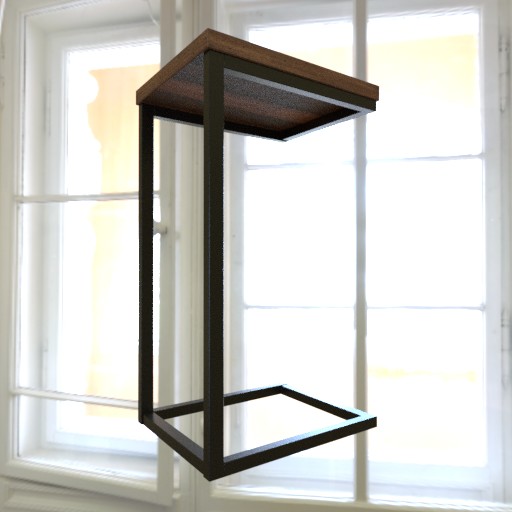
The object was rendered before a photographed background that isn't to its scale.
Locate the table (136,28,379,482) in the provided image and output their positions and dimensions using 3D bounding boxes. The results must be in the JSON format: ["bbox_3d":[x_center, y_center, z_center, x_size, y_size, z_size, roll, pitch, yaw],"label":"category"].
[{"bbox_3d":[0.000,0.000,0.946,0.414,0.718,0.323,0,0,-35],"label":"table"}]
